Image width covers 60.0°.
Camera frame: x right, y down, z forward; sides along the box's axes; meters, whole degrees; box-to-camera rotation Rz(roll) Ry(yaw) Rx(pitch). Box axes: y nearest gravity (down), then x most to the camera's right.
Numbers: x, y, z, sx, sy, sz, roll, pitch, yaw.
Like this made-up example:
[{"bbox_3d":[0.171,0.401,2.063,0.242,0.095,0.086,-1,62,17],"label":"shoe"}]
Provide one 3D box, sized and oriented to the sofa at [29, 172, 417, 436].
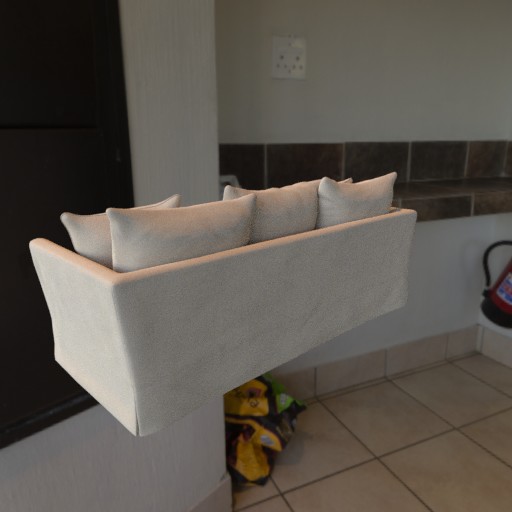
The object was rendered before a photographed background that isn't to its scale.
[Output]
[{"bbox_3d":[0.000,0.000,2.964,2.499,1.047,1.046,-14,21,-42],"label":"sofa"}]
